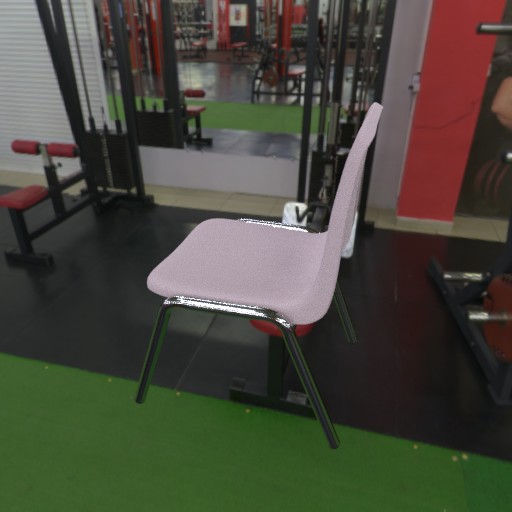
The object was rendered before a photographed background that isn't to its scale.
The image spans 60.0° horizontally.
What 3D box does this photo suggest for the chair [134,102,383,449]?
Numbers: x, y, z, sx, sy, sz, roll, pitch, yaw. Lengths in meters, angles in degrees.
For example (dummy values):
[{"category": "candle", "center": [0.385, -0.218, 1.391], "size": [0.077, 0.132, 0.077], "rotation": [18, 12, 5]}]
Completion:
[{"category": "chair", "center": [0.000, 0.000, 0.867], "size": [0.423, 0.586, 0.354], "rotation": [9, 31, 15]}]
